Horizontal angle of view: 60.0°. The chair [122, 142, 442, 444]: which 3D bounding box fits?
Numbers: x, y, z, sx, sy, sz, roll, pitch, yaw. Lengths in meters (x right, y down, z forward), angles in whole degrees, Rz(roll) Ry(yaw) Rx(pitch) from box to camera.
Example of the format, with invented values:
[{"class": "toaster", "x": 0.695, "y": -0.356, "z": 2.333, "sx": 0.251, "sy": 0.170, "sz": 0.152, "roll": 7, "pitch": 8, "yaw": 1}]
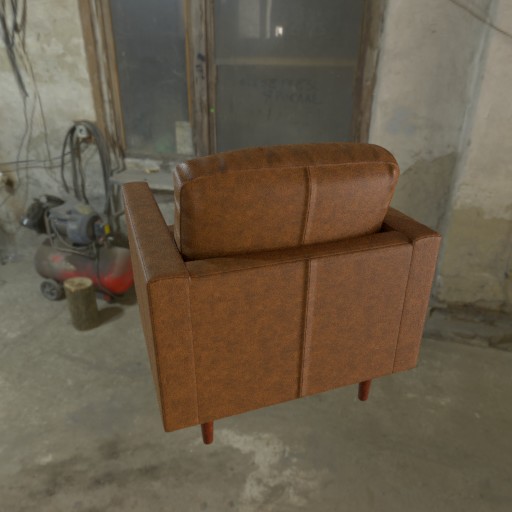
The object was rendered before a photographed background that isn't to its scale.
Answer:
[{"class": "chair", "x": 0.000, "y": 0.000, "z": 1.690, "sx": 0.890, "sy": 0.956, "sz": 0.909, "roll": -9, "pitch": 27, "yaw": -17}]
